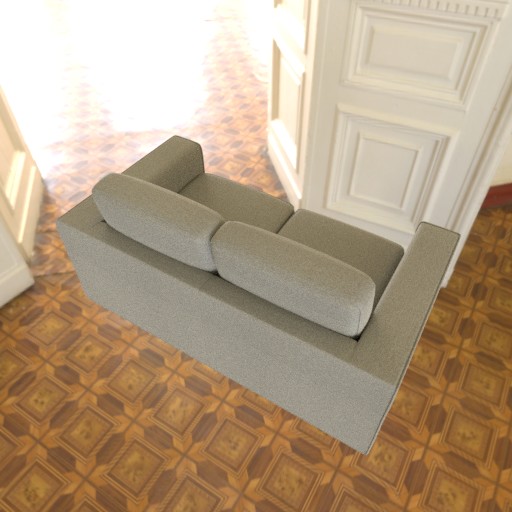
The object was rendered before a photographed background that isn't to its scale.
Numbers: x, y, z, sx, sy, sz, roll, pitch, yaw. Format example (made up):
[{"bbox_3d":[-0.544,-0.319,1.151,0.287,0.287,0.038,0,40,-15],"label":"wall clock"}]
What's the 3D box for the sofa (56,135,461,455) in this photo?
[{"bbox_3d":[0.000,0.000,2.388,1.812,0.924,1.007,24,50,21],"label":"sofa"}]
